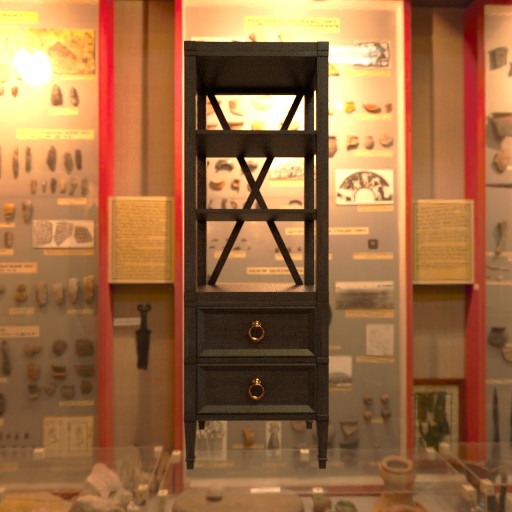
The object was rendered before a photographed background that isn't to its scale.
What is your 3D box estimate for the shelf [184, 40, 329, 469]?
[{"bbox_3d":[0.000,0.000,2.007,0.584,1.727,0.472,0,0,-1],"label":"shelf"}]
